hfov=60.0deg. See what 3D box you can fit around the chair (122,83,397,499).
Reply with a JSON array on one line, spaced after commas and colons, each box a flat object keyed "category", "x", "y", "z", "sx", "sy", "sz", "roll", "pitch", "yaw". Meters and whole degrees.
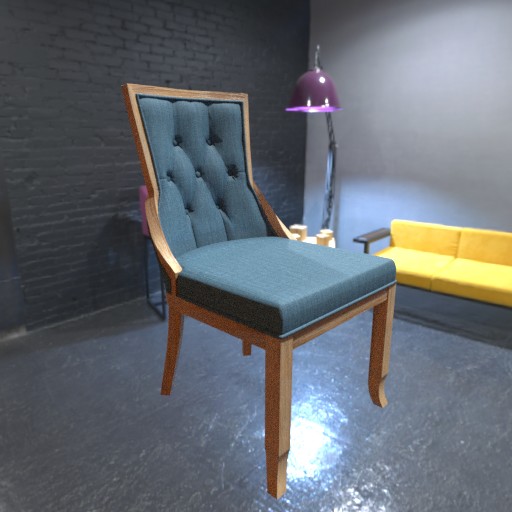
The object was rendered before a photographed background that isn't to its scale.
[{"category": "chair", "x": 0.000, "y": 0.000, "z": 1.294, "sx": 0.641, "sy": 0.947, "sz": 0.524, "roll": 15, "pitch": 21, "yaw": 42}]
